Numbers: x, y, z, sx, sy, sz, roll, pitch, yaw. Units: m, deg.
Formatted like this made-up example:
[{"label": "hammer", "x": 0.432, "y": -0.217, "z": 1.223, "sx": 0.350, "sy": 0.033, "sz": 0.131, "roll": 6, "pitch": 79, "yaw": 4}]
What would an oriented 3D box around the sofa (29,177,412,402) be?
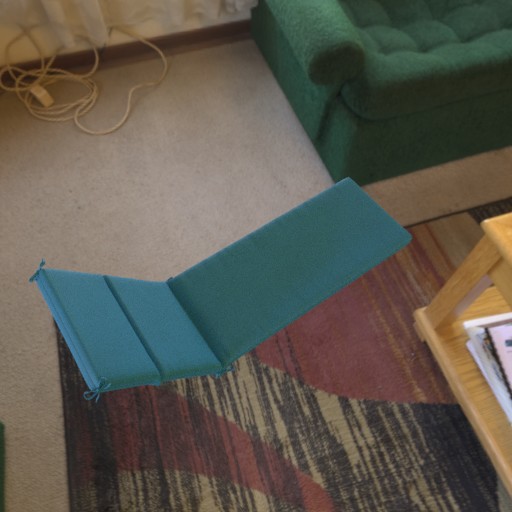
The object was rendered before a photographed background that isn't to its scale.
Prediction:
[{"label": "sofa", "x": 0.000, "y": 0.000, "z": 1.973, "sx": 1.663, "sy": 0.622, "sz": 0.582, "roll": -31, "pitch": 63, "yaw": -17}]
